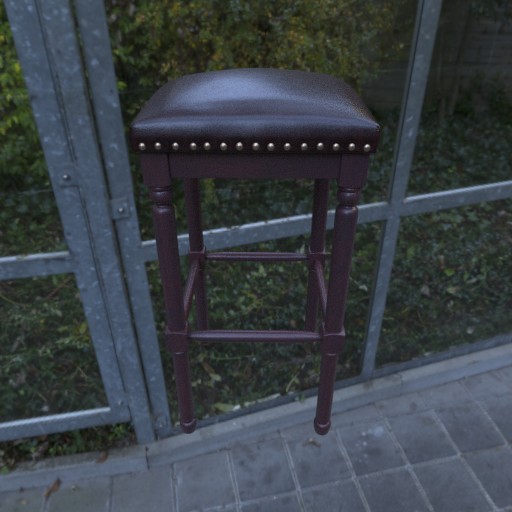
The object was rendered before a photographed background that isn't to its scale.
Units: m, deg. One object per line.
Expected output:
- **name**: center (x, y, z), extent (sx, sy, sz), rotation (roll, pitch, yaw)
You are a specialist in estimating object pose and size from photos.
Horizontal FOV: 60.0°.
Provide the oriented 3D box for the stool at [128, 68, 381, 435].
- **stool**: center (0.000, 0.000, 0.989), extent (0.382, 0.768, 0.383), rotation (0, 31, 1)
